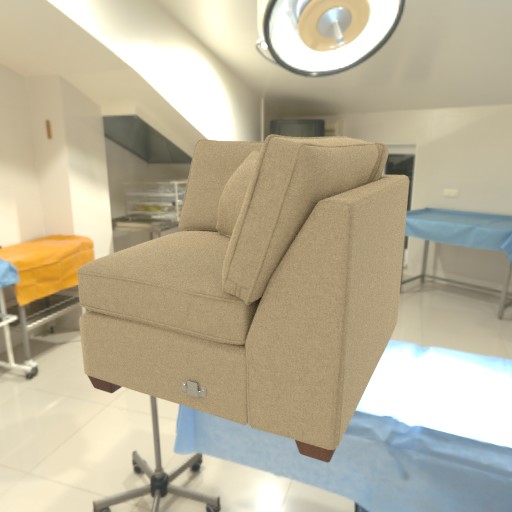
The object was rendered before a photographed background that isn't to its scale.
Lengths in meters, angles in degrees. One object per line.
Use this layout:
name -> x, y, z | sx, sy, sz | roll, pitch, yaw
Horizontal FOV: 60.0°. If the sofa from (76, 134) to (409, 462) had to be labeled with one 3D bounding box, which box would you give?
sofa -> 0.000, 0.000, 1.923 | 1.084, 1.002, 1.146 | 7, 16, 25
